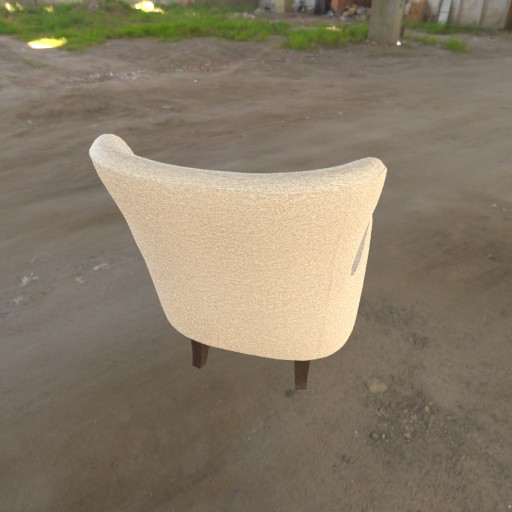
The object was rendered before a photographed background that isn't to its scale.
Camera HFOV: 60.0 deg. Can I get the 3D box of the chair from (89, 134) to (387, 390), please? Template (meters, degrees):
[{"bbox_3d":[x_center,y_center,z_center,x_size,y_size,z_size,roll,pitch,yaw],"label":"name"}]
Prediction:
[{"bbox_3d":[0.000,0.000,1.731,0.861,1.064,0.984,8,33,13],"label":"chair"}]
